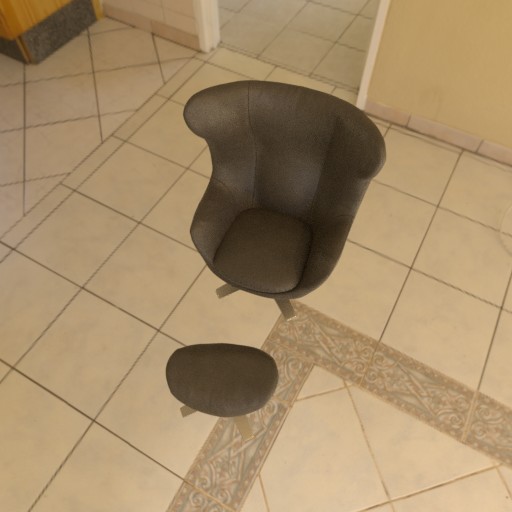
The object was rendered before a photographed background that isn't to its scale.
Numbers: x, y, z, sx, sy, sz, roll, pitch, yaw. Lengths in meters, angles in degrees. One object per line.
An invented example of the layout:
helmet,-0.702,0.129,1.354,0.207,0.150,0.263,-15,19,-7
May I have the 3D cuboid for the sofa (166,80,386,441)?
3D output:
sofa,0.000,0.000,2.143,0.894,1.135,1.444,17,60,10
